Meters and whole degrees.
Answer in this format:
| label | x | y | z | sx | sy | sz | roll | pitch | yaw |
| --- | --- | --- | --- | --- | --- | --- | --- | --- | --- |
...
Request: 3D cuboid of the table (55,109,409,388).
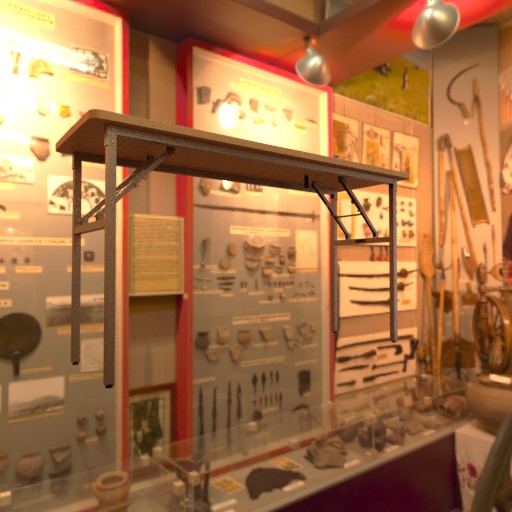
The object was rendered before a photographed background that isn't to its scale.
| label | x | y | z | sx | sy | sz | roll | pitch | yaw |
| --- | --- | --- | --- | --- | --- | --- | --- | --- | --- |
| table | 0.000 | 0.000 | 1.743 | 1.397 | 0.750 | 0.446 | 1 | -2 | -36 |
